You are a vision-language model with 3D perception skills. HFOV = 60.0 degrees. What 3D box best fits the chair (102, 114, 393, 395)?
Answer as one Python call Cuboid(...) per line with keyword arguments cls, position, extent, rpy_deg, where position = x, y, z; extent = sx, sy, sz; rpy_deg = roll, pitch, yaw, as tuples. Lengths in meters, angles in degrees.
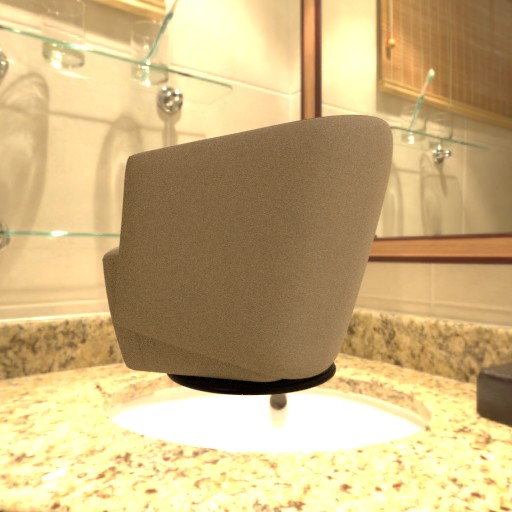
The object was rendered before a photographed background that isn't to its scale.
Cuboid(cls="chair", position=(0.000, 0.000, 1.672), extent=(0.986, 0.861, 0.822), rpy_deg=(0, 1, 18))
